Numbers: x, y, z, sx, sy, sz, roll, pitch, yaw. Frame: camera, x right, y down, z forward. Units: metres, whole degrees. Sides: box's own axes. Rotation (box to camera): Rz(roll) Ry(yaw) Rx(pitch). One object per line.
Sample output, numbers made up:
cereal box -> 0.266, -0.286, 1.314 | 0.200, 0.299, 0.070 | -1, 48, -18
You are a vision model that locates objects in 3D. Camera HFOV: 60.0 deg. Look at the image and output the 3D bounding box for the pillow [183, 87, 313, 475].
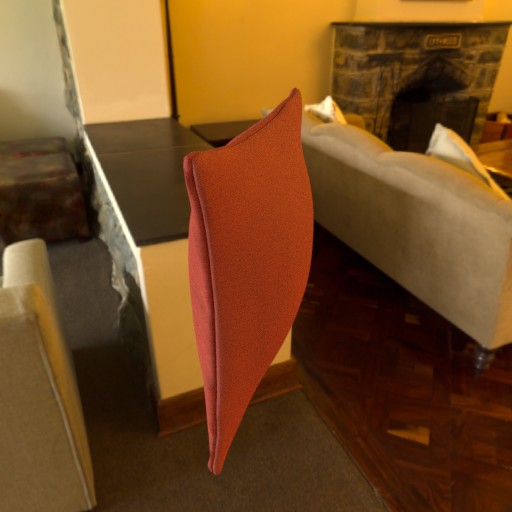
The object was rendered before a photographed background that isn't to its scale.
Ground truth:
pillow -> 0.000, 0.000, 0.652 | 0.151, 0.416, 0.435 | 8, 30, 15
